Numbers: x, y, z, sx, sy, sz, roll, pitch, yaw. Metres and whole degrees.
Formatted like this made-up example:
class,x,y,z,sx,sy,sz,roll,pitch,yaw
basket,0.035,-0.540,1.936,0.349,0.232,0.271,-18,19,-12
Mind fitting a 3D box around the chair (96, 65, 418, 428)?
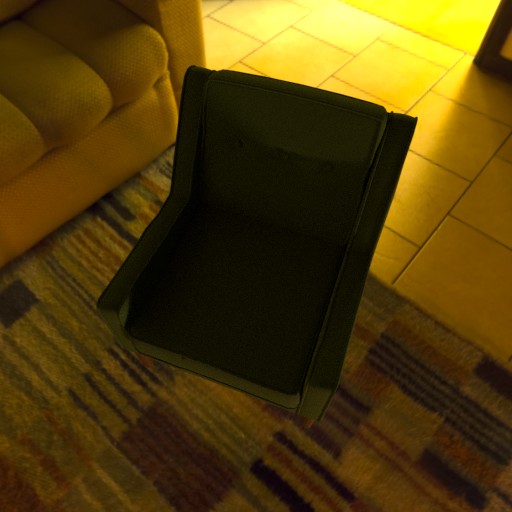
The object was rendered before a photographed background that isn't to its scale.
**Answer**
class,x,y,z,sx,sy,sz,roll,pitch,yaw
chair,0.000,0.000,1.337,0.663,0.792,0.743,17,59,11
